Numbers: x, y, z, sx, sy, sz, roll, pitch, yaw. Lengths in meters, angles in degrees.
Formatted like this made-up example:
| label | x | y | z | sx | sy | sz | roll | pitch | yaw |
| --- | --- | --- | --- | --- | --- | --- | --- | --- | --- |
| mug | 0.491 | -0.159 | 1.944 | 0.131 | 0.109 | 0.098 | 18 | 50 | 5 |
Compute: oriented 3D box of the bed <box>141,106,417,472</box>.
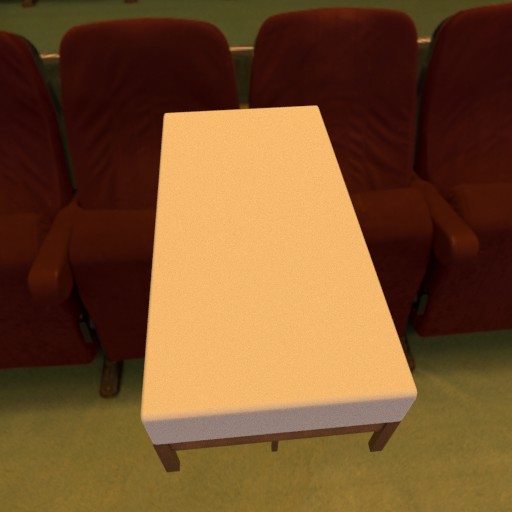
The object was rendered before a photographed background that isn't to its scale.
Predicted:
| label | x | y | z | sx | sy | sz | roll | pitch | yaw |
| --- | --- | --- | --- | --- | --- | --- | --- | --- | --- |
| bed | 0.000 | 0.000 | 2.346 | 0.961 | 0.616 | 1.902 | -4 | 49 | -4 |
